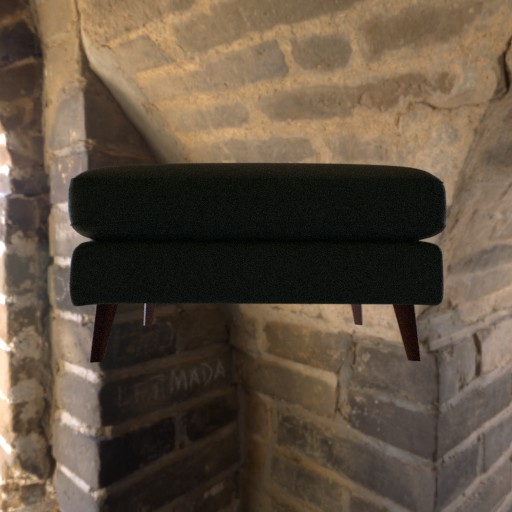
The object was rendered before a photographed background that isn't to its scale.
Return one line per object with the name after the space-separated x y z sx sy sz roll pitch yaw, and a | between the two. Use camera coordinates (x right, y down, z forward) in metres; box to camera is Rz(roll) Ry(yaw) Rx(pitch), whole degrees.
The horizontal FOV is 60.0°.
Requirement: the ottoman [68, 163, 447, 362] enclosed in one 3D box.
0.000 0.000 1.194 0.811 0.449 0.608 0 0 -1 | ottoman
